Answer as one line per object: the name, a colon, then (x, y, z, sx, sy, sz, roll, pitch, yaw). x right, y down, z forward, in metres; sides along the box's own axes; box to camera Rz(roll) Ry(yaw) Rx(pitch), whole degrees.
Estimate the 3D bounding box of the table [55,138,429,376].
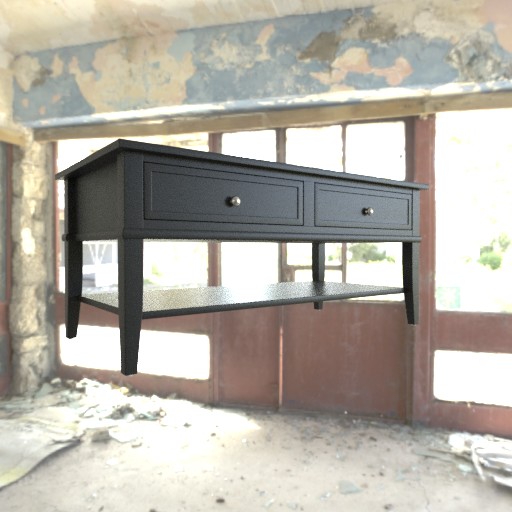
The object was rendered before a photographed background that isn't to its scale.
table: (0.000, 0.000, 1.372, 1.044, 0.470, 0.523, -1, 1, -37)
